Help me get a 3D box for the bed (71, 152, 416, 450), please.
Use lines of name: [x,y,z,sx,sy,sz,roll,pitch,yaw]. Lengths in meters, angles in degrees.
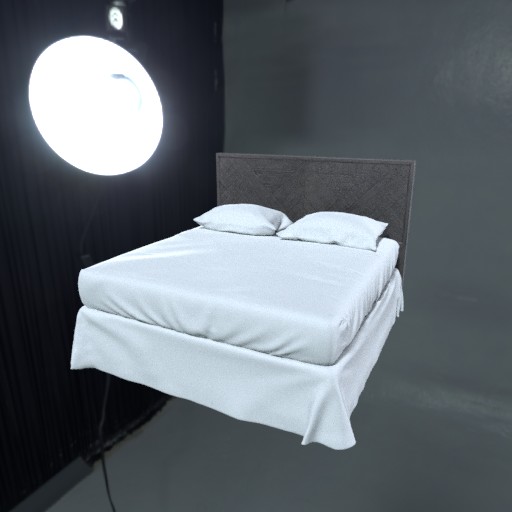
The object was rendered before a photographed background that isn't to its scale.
bed: [0.000,0.000,2.869,1.772,1.142,1.785,8,19,25]
